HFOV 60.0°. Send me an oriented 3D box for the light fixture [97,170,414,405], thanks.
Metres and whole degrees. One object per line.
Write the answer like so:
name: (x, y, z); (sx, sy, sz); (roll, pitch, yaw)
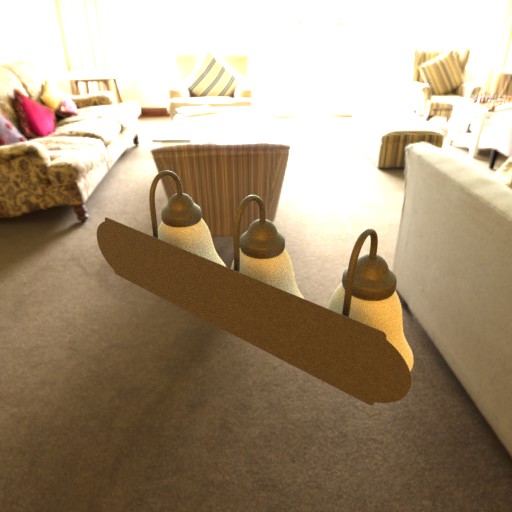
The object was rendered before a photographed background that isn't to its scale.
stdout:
light fixture: (0.000, 0.000, 0.736); (0.610, 0.222, 0.199); (21, 35, 32)
